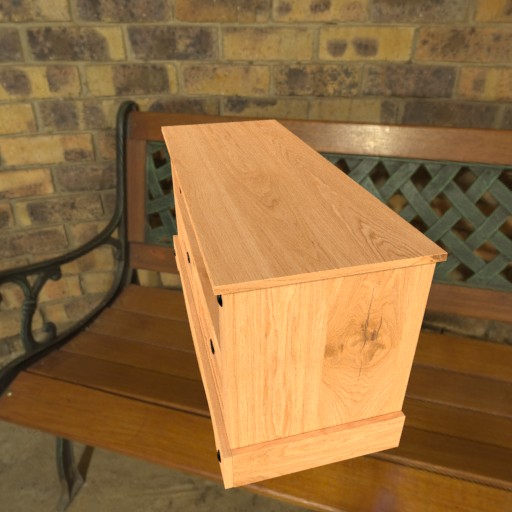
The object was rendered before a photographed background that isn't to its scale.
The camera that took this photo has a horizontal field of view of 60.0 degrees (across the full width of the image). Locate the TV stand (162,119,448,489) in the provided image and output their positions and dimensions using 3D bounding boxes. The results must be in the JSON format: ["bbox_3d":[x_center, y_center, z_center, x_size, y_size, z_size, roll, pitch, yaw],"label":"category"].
[{"bbox_3d":[0.000,0.000,1.349,0.440,0.550,1.080,-8,31,-13],"label":"TV stand"}]
